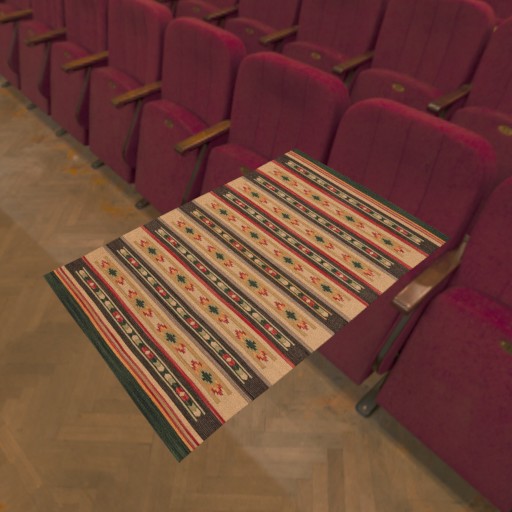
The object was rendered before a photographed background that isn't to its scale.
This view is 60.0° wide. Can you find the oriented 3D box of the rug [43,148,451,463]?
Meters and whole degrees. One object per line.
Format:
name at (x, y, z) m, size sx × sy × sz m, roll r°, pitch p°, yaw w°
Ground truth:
rug at (0.000, 0.000, 2.359) m, size 1.825 × 0.009 × 1.221 m, roll -32°, pitch 54°, yaw -28°
